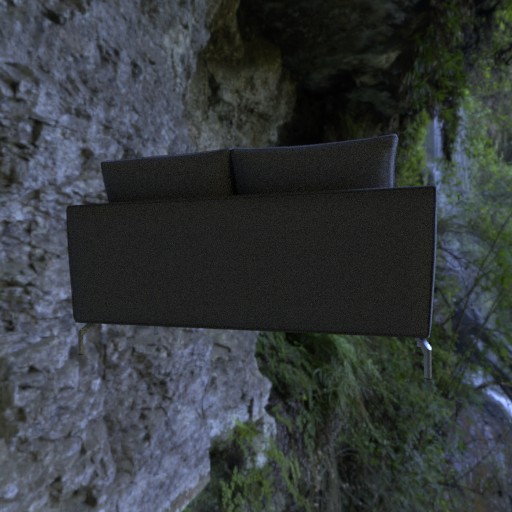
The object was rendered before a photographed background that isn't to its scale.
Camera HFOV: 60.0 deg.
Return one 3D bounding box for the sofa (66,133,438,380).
[{"bbox_3d":[0.000,0.000,2.157,1.594,0.924,0.803,-1,-2,18],"label":"sofa"}]
